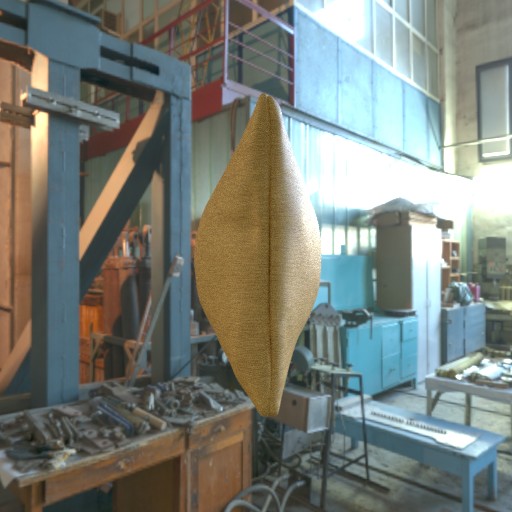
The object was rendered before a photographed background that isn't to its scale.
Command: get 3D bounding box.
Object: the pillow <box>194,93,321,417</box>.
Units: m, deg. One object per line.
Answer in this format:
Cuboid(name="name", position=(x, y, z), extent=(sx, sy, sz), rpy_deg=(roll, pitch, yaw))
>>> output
Cuboid(name="pillow", position=(0.000, 0.000, 0.783), extent=(0.210, 0.354, 0.634), rpy_deg=(0, -1, -1))
